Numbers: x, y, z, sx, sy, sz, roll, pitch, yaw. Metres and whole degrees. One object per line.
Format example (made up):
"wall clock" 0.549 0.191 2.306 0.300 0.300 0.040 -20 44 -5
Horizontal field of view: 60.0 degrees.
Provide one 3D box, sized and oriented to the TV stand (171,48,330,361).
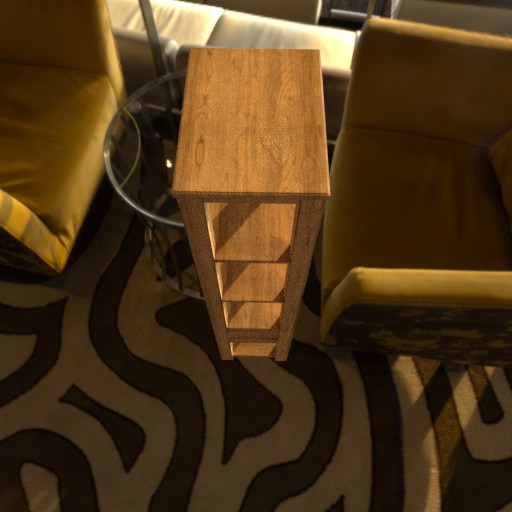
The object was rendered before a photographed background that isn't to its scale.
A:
"TV stand" 0.000 0.000 2.101 0.435 1.828 0.565 1 63 0
